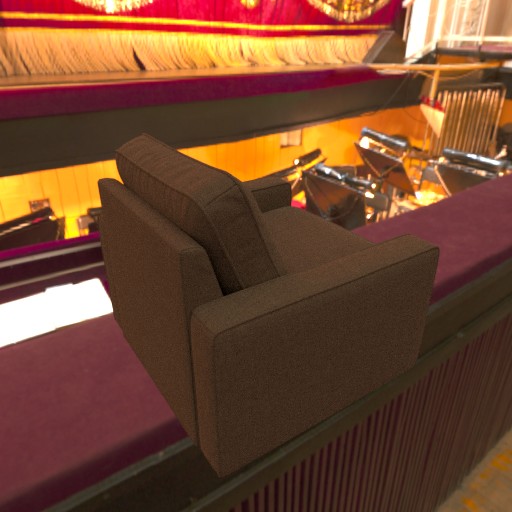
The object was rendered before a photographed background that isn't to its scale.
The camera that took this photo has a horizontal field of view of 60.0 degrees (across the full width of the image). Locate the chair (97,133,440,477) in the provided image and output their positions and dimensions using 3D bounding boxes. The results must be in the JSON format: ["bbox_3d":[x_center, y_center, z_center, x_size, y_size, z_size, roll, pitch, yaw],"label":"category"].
[{"bbox_3d":[0.000,0.000,1.740,0.940,0.919,1.017,-17,32,-30],"label":"chair"}]
